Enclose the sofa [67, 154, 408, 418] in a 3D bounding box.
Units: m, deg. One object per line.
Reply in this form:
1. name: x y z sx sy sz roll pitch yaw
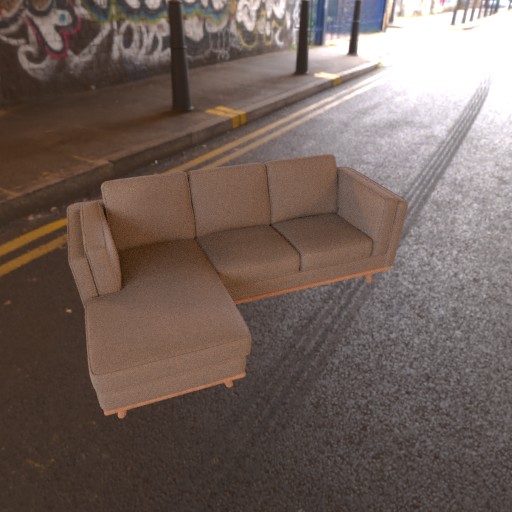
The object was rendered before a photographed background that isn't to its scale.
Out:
1. sofa: 0.000 0.000 3.153 2.411 0.929 1.604 -11 32 -18
